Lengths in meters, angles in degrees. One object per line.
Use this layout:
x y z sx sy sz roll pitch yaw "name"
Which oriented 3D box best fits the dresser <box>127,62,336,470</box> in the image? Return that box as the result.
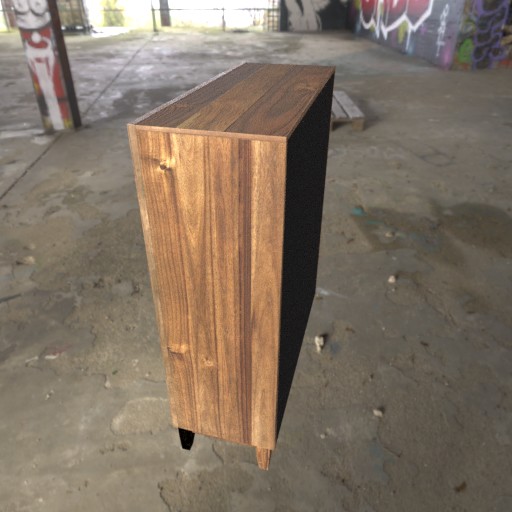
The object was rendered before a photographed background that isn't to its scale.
0.000 0.000 1.925 0.442 1.393 1.062 8 33 13 "dresser"
